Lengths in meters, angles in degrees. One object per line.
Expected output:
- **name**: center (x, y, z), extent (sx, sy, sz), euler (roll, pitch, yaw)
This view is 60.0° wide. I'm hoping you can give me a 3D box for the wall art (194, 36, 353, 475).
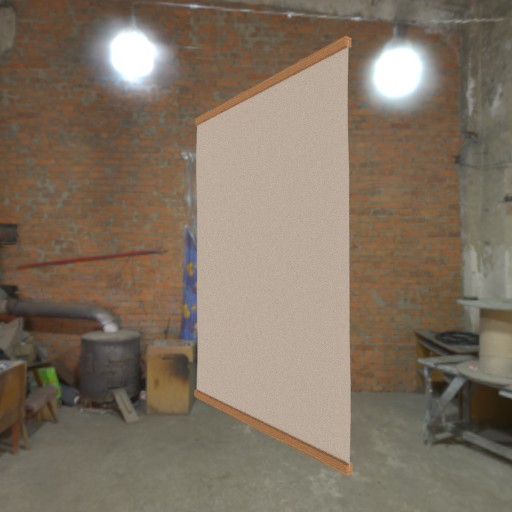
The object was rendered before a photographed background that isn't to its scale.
- **wall art**: center (0.000, 0.000, 1.329), extent (0.020, 1.016, 0.739), euler (1, -1, -36)
